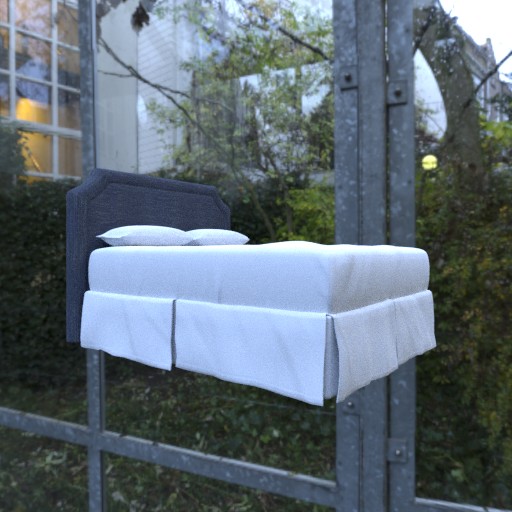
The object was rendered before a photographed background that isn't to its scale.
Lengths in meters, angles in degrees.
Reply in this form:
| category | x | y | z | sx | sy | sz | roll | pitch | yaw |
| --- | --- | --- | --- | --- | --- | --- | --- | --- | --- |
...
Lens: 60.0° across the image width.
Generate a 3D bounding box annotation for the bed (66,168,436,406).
| category | x | y | z | sx | sy | sz | roll | pitch | yaw |
| --- | --- | --- | --- | --- | --- | --- | --- | --- | --- |
| bed | 0.000 | 0.000 | 3.160 | 2.116 | 1.290 | 1.693 | 1 | 1 | 37 |
